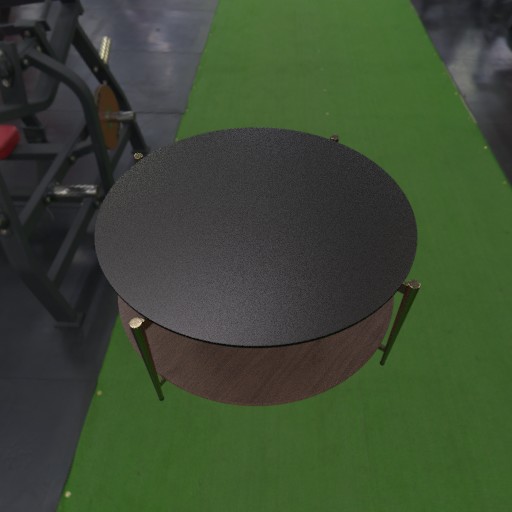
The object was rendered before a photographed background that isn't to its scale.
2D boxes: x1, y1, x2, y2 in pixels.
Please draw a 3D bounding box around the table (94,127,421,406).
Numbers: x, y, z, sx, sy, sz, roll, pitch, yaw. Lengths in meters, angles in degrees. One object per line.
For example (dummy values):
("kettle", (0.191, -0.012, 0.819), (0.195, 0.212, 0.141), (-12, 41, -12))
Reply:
("table", (0.000, 0.000, 1.470), (0.938, 0.400, 0.938), (4, 47, 4))
